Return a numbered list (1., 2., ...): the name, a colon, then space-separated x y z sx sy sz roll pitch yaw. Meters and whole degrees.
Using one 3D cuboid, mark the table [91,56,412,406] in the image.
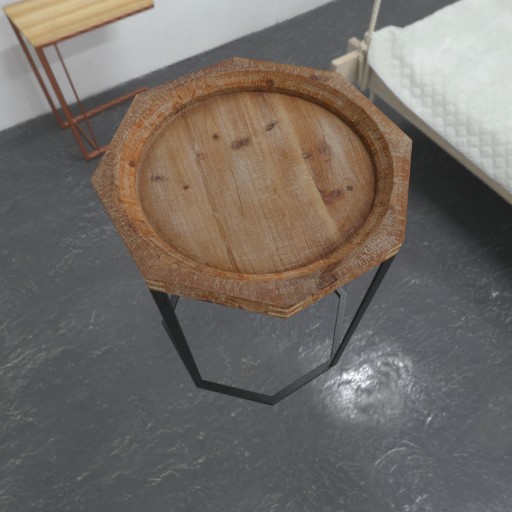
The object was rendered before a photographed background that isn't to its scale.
1. table: 0.000 0.000 0.858 0.458 0.543 0.458 32 65 17
